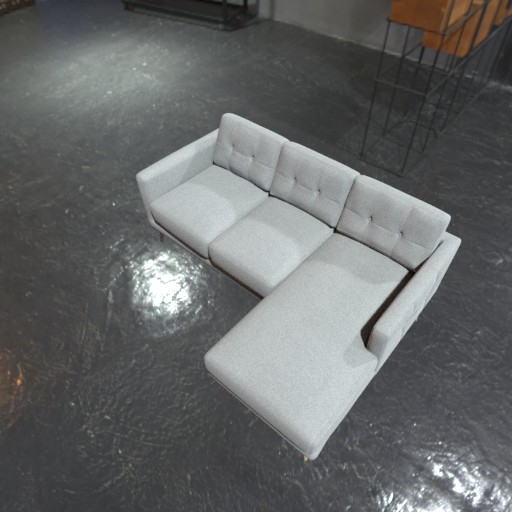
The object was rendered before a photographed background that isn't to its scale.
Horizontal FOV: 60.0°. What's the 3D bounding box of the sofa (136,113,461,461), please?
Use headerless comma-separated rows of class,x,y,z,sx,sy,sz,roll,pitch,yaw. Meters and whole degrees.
sofa,0.000,0.000,2.892,2.040,0.860,1.530,33,55,26
